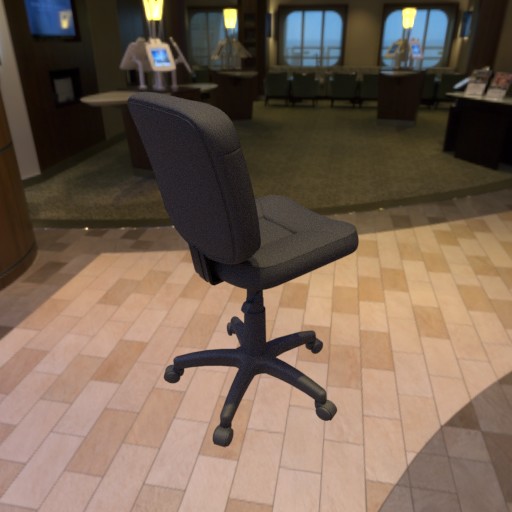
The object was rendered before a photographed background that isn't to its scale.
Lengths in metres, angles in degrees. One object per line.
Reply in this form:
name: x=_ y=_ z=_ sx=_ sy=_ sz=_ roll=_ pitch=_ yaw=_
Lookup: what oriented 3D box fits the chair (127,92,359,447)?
chair: x=0.000 y=0.000 z=1.361 sx=0.610 sy=0.972 sz=0.610 roll=-17 pitch=31 yaw=-31
